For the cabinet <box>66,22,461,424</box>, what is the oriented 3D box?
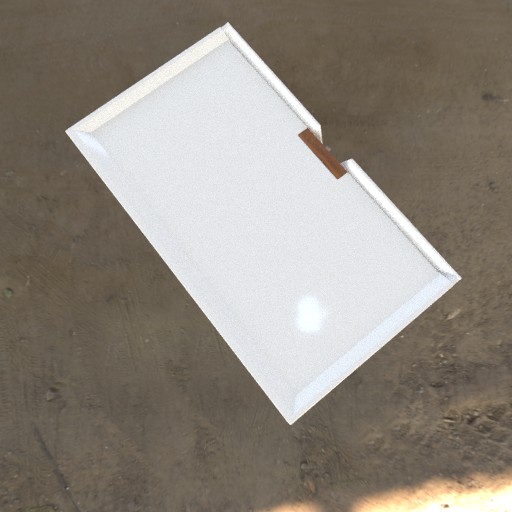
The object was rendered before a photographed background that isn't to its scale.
[{"bbox_3d":[0.000,0.000,1.085,0.344,0.772,0.591,-38,80,-8],"label":"cabinet"}]
